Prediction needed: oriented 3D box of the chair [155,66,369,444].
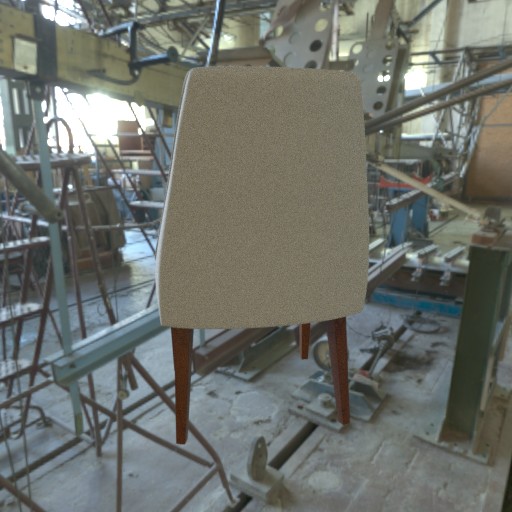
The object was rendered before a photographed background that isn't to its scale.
[{"bbox_3d":[0.000,0.000,1.188,0.529,0.861,0.544,-3,14,-11],"label":"chair"}]
